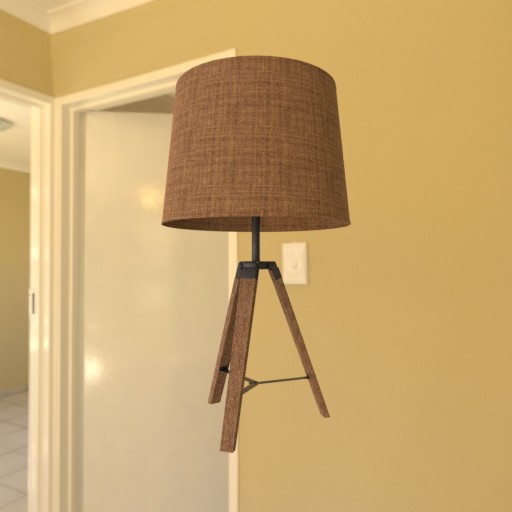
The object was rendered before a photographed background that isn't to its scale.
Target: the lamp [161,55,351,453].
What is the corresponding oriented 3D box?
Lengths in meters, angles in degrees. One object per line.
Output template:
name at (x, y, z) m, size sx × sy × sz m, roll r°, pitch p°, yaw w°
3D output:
lamp at (0.000, 0.000, 0.692) m, size 0.290 × 0.514 × 0.290 m, roll 0°, pitch -1°, yaw 0°
